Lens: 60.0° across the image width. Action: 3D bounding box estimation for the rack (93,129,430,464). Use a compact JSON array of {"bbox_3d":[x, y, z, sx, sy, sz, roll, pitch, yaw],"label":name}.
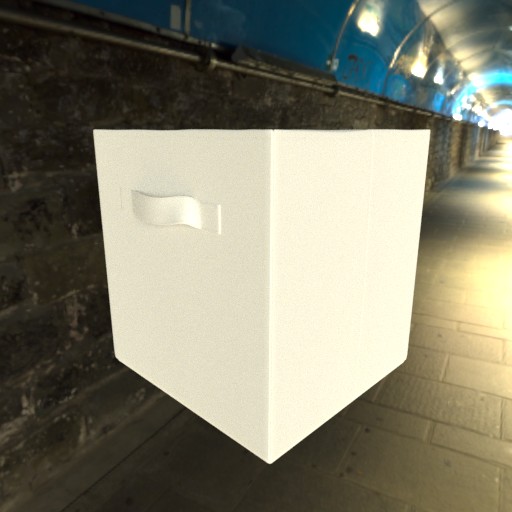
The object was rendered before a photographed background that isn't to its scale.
[{"bbox_3d":[0.000,0.000,0.510,0.270,0.280,0.270,15,22,42],"label":"rack"}]
